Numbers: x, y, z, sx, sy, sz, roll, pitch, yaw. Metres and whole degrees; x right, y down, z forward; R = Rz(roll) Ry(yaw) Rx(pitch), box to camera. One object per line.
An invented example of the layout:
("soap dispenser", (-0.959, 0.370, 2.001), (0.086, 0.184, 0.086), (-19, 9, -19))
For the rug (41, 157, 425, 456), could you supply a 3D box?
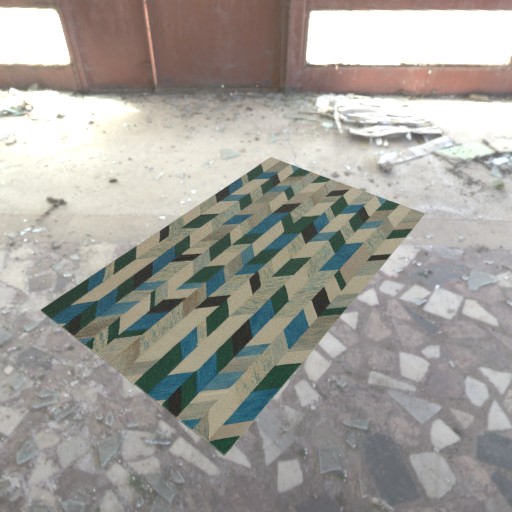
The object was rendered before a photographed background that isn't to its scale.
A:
("rug", (0.000, 0.000, 3.120), (1.507, 0.007, 2.433), (27, 48, 27))
